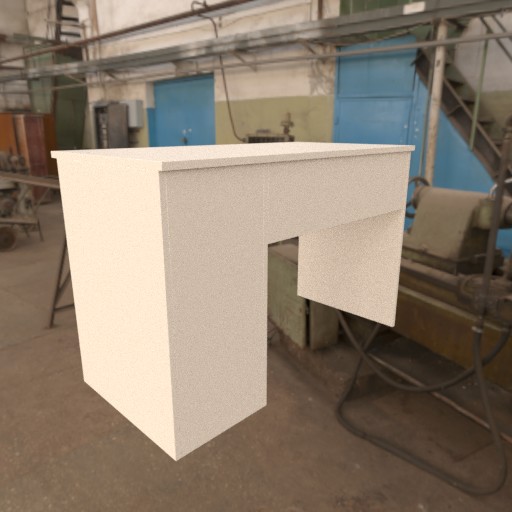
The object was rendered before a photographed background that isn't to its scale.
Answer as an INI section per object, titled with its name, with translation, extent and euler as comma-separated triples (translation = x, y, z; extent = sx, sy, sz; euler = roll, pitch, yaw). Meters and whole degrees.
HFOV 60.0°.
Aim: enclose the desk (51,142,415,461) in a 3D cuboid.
[desk]
translation = 0.000, 0.000, 1.550
extent = 0.560, 0.735, 1.097
euler = 16, 22, 43
